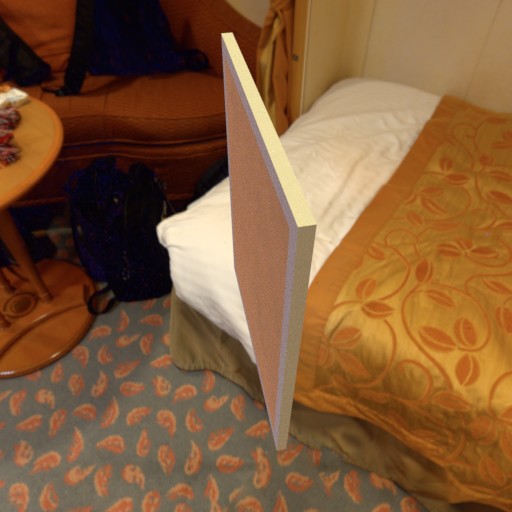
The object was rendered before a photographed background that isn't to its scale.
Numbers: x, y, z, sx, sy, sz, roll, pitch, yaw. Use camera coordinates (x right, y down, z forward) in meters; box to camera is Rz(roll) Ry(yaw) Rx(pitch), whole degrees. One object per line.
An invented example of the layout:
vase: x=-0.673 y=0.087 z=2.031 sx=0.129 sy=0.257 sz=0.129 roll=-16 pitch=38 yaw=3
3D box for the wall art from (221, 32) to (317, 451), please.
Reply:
wall art: x=0.000 y=0.000 z=1.097 sx=0.026 sy=0.811 sz=0.661 roll=-9 pitch=48 yaw=-8
